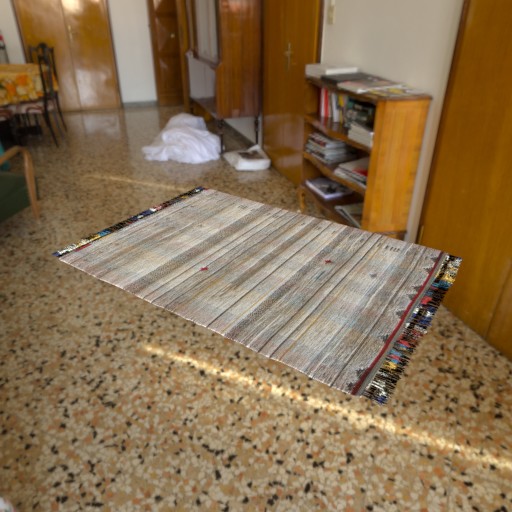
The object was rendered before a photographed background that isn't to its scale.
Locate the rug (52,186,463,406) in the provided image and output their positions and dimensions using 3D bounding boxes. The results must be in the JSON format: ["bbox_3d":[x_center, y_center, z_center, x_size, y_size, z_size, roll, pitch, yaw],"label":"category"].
[{"bbox_3d":[0.000,0.000,2.326,1.848,0.012,1.217,19,35,29],"label":"rug"}]
